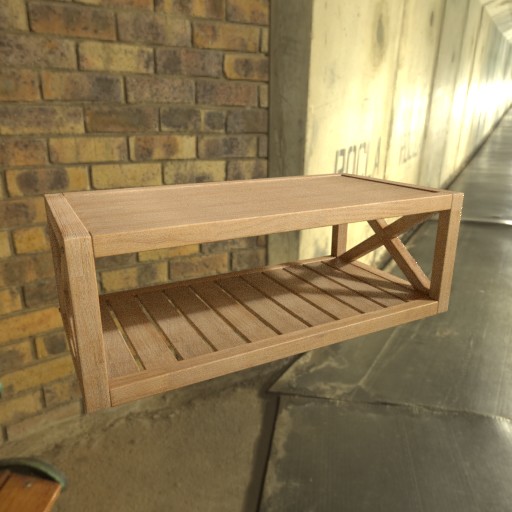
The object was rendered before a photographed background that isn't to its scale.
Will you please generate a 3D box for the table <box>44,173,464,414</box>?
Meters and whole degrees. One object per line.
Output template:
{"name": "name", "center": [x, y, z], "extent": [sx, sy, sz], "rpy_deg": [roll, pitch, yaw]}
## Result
{"name": "table", "center": [0.000, 0.000, 1.611], "extent": [1.321, 0.457, 0.660], "rpy_deg": [-9, 20, -27]}
